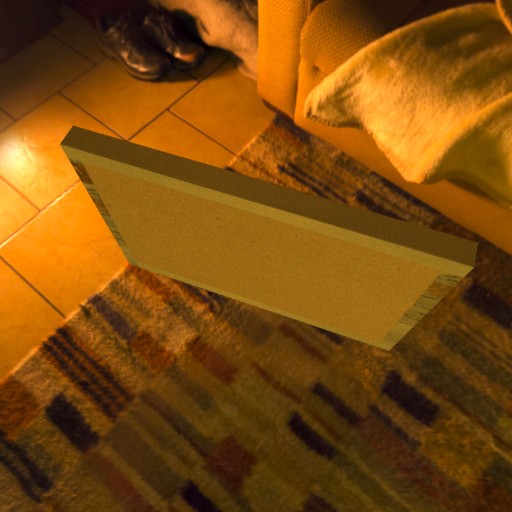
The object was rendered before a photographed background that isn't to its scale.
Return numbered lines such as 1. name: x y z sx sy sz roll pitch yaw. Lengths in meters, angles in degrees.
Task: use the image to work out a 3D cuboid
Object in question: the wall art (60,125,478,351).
1. wall art: 0.000 0.000 0.802 0.606 0.407 0.041 17 64 9
